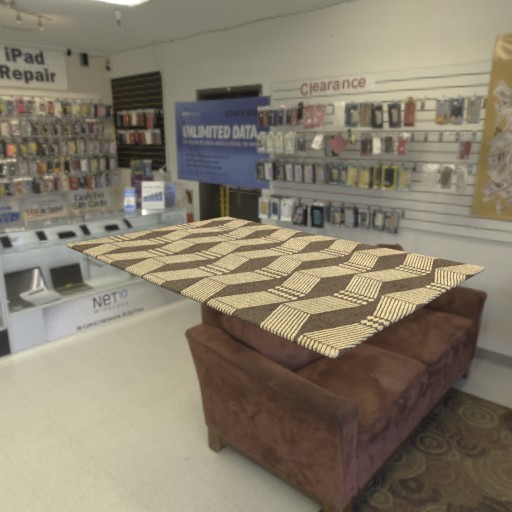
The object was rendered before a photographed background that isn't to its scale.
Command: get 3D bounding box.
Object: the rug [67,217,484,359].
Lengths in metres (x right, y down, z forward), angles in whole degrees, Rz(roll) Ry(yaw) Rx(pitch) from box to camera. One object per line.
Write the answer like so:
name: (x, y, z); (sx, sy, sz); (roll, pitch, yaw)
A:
rug: (0.000, 0.000, 2.289); (1.210, 0.016, 1.833); (-15, 22, -43)
